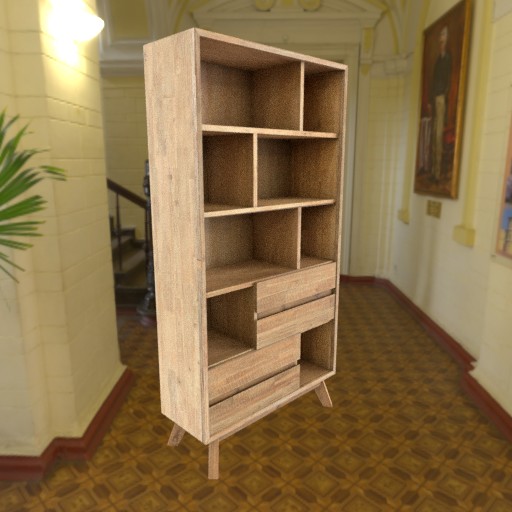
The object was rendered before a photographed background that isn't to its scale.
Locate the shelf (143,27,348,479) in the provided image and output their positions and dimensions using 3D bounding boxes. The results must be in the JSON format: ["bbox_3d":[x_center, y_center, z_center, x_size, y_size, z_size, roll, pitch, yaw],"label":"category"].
[{"bbox_3d":[0.000,0.000,1.751,0.748,1.471,0.308,-12,17,-43],"label":"shelf"}]
